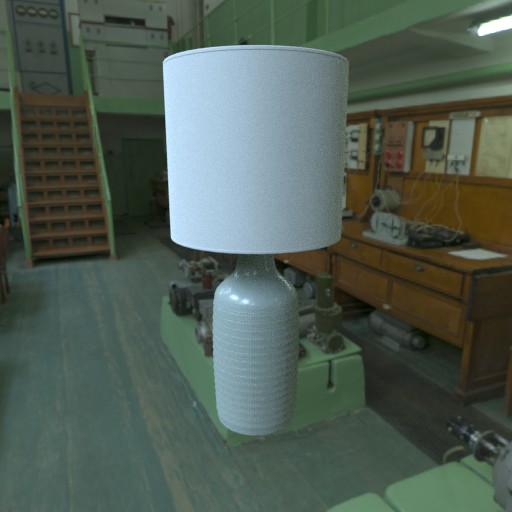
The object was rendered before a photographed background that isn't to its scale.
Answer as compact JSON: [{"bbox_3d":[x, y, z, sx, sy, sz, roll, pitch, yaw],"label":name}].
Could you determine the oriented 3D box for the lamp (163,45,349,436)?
[{"bbox_3d":[0.000,0.000,0.593,0.220,0.475,0.220,-7,15,-25],"label":"lamp"}]
